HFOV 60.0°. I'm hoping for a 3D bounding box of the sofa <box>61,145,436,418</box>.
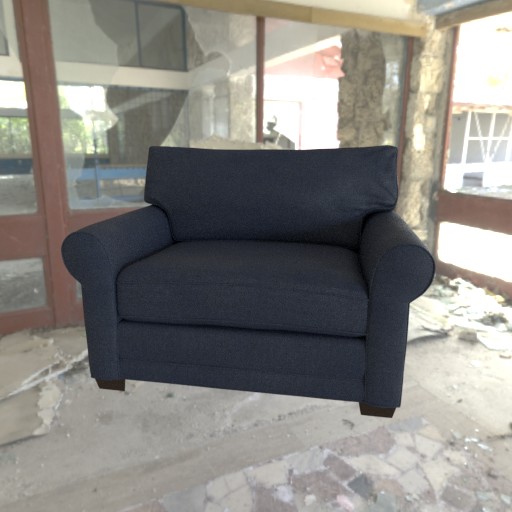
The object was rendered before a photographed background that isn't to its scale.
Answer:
[{"bbox_3d":[0.000,0.000,2.069,1.405,1.004,0.938,2,14,10],"label":"sofa"}]
